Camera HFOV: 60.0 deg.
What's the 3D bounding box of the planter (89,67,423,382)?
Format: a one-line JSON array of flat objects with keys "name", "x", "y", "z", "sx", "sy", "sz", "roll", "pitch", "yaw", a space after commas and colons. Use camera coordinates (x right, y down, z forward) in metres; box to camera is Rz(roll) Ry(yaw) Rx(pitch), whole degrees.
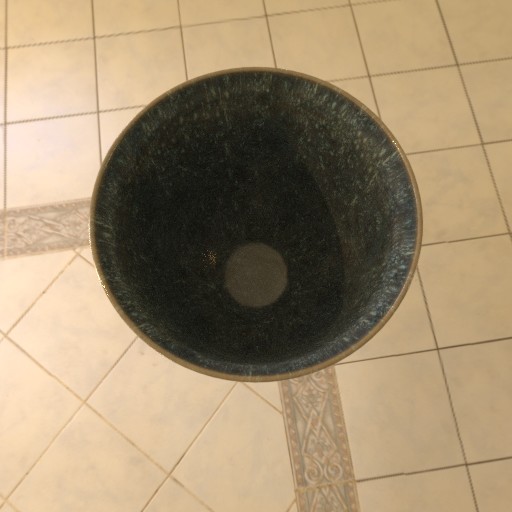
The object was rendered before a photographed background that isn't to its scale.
[{"name": "planter", "x": 0.000, "y": 0.000, "z": 0.362, "sx": 0.195, "sy": 0.214, "sz": 0.195, "roll": 0, "pitch": 75, "yaw": 0}]
